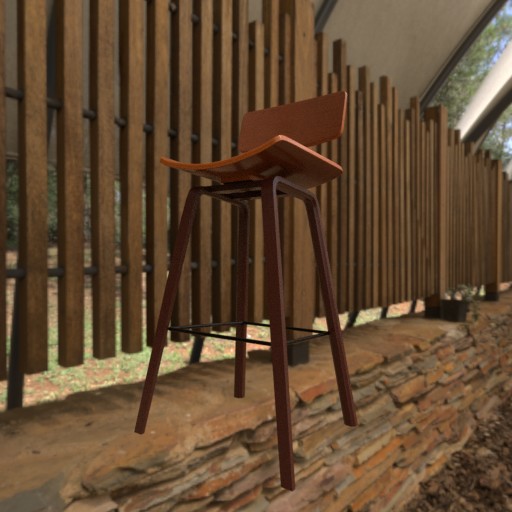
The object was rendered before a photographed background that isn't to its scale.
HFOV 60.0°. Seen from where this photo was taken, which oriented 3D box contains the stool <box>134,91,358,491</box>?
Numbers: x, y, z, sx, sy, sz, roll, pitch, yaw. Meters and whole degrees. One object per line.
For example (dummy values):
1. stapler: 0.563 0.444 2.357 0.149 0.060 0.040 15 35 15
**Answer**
1. stool: 0.000 0.000 1.240 0.509 0.969 0.440 1 1 36
